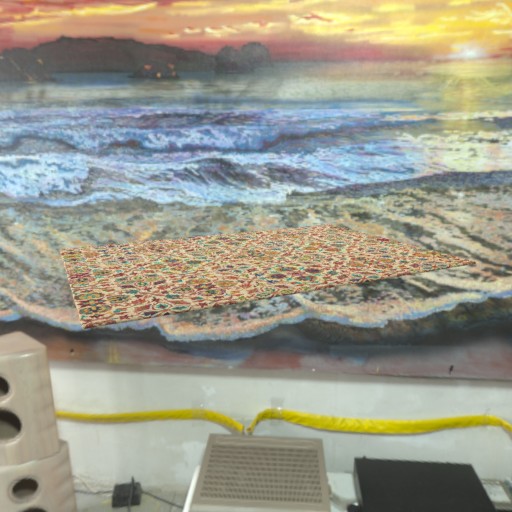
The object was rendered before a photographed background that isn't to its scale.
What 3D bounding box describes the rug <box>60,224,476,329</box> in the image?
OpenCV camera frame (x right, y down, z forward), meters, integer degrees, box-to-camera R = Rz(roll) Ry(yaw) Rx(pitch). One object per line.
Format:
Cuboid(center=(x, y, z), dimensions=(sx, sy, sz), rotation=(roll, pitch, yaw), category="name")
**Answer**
Cuboid(center=(0.000, 0.000, 2.334), dimensions=(1.838, 0.013, 1.226), rotation=(-7, 15, -26), category="rug")
